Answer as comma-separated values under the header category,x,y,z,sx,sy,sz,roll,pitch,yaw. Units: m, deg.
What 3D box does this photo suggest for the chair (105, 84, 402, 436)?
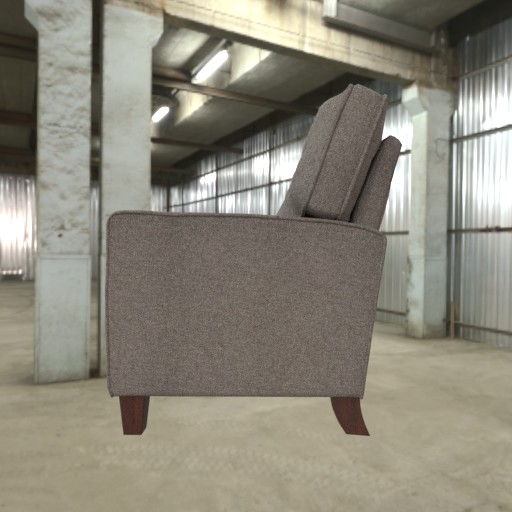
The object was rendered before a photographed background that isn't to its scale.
category,x,y,z,sx,sy,sz,roll,pitch,yaw
chair,0.000,0.000,1.390,0.775,0.889,0.650,0,1,1
